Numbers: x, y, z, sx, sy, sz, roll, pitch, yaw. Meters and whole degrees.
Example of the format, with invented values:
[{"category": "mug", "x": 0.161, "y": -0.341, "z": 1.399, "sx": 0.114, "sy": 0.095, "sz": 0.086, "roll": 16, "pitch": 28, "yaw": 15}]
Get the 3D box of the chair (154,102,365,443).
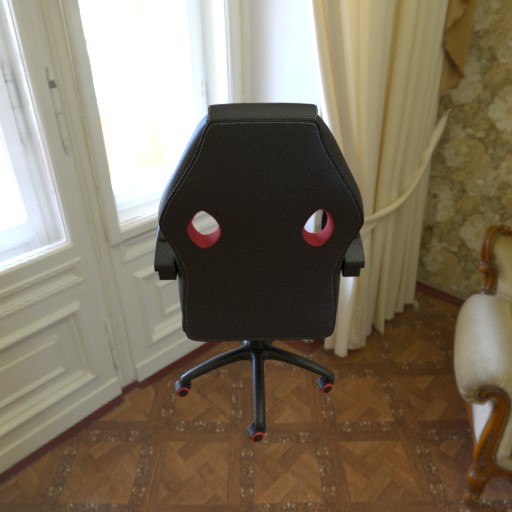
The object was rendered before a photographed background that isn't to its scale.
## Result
[{"category": "chair", "x": 0.000, "y": 0.000, "z": 1.605, "sx": 0.673, "sy": 1.187, "sz": 0.724, "roll": -1, "pitch": 30, "yaw": -2}]
